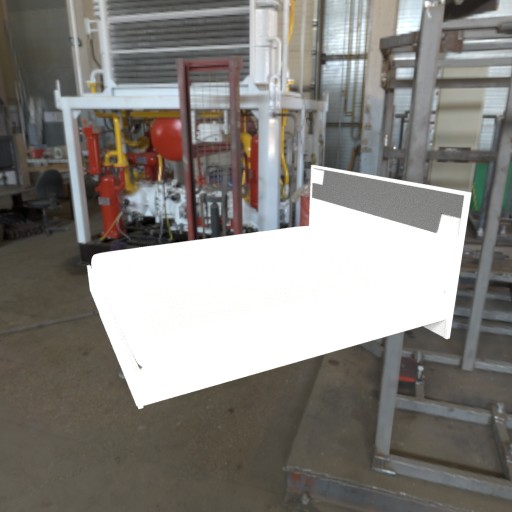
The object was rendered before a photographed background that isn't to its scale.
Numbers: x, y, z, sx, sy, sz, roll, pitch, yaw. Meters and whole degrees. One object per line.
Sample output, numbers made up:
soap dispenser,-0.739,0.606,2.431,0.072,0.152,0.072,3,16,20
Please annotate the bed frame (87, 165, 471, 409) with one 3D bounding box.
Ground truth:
bed frame,0.000,0.000,3.148,2.100,1.001,1.711,-9,20,-26
